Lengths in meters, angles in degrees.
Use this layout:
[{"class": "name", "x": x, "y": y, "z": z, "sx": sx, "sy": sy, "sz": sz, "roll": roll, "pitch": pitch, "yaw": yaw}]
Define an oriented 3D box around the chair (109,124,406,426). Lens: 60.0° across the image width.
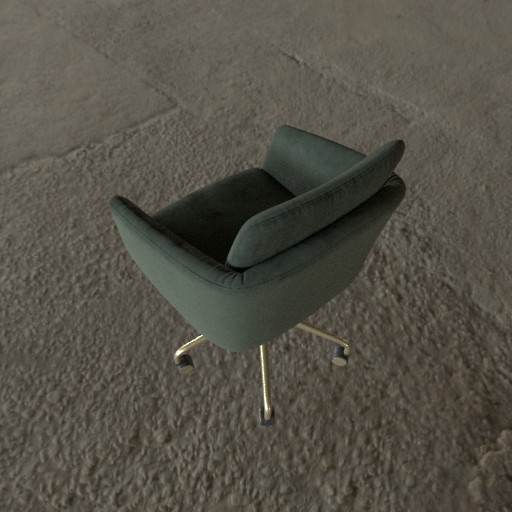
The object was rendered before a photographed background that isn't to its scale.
[{"class": "chair", "x": 0.000, "y": 0.000, "z": 1.340, "sx": 0.641, "sy": 0.908, "sz": 0.635, "roll": -31, "pitch": 54, "yaw": -26}]
